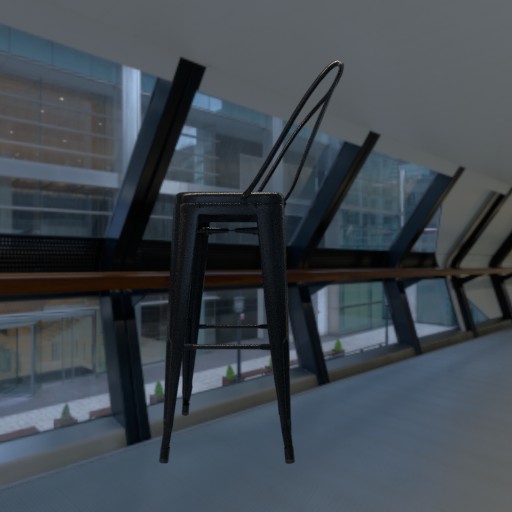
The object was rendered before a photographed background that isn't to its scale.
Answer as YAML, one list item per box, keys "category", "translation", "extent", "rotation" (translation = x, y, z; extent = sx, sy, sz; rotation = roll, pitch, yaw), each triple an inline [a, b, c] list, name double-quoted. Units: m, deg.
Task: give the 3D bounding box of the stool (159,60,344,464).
- category: "stool"
  translation: [0.000, 0.000, 1.348]
  extent: [0.513, 1.096, 0.399]
  rotation: [0, 0, 0]
